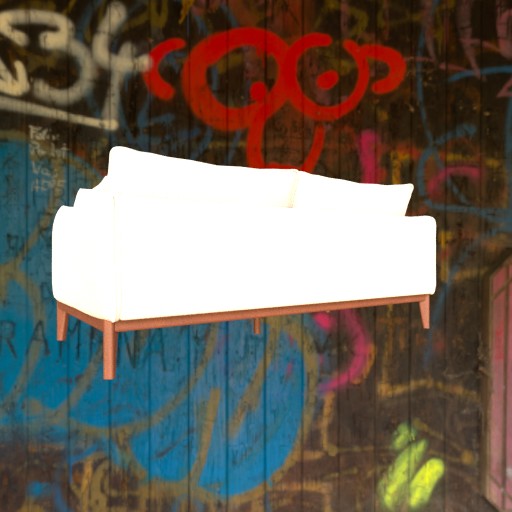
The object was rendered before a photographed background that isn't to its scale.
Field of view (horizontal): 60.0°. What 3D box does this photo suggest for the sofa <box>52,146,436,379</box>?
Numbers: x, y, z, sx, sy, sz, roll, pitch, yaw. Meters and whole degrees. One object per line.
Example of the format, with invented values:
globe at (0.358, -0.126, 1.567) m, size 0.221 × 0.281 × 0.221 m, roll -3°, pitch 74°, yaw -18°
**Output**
sofa at (0.000, 0.000, 2.468) m, size 1.989 × 0.860 × 0.991 m, roll 0°, pitch 1°, yaw -34°
